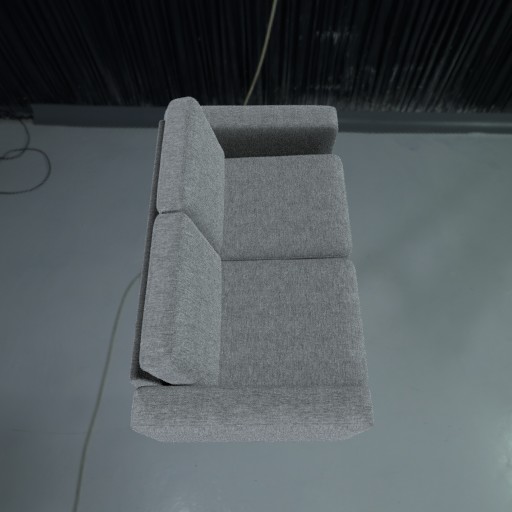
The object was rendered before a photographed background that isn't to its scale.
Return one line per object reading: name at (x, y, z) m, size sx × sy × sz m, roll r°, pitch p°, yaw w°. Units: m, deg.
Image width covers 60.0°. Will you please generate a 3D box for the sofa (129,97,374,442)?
sofa at (0.000, 0.000, 2.005) m, size 0.900 × 0.800 × 1.520 m, roll 0°, pitch 63°, yaw 0°
